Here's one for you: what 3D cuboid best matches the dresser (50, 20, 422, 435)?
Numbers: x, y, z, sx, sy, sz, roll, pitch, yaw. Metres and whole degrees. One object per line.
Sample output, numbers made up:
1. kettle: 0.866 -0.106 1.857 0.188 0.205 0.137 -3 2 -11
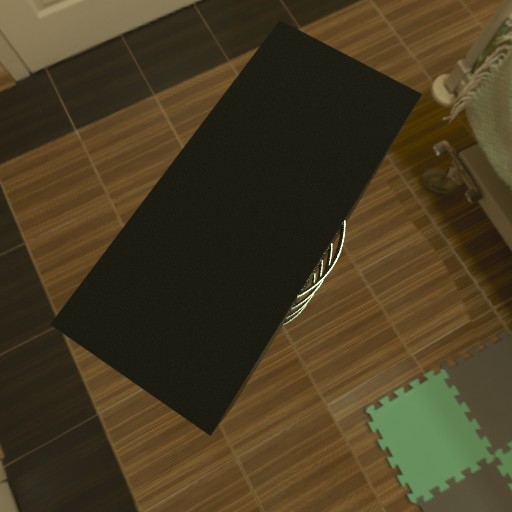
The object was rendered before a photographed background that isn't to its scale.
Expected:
1. dresser: 0.000 0.000 1.164 0.360 0.720 0.750 32 77 8
